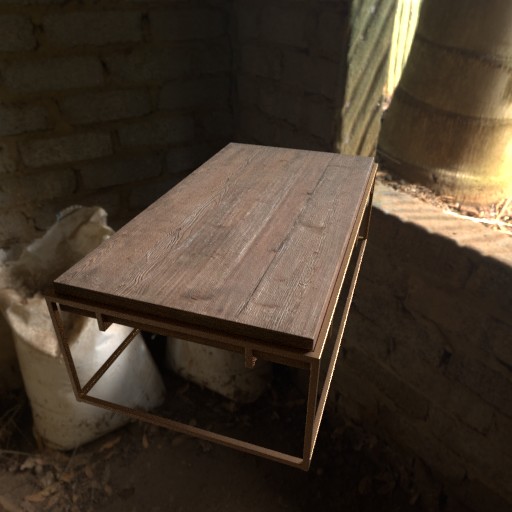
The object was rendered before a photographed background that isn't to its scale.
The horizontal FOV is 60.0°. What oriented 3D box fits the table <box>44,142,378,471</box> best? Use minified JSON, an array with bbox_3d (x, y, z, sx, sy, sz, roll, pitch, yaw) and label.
[{"bbox_3d":[0.000,0.000,1.786,0.775,0.468,1.387,10,33,16],"label":"table"}]
